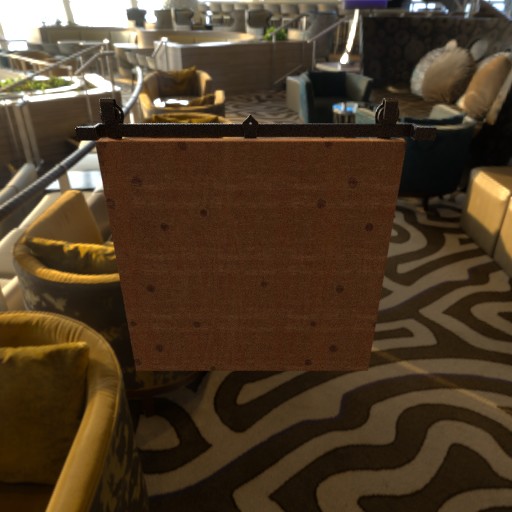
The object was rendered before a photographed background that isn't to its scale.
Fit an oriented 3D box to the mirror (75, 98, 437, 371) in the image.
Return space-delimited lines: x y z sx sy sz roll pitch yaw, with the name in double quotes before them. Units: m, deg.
"mirror" 0.000 0.000 1.177 0.805 0.800 0.054 0 30 0
